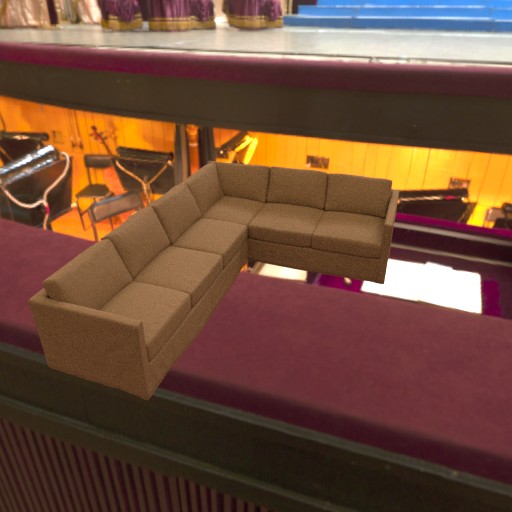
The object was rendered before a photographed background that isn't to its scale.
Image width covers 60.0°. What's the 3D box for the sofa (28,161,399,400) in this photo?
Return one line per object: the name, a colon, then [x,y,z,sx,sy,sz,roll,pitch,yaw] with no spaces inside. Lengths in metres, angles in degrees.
sofa: [0.000,0.000,4.291,2.432,0.871,3.182,10,31,17]
